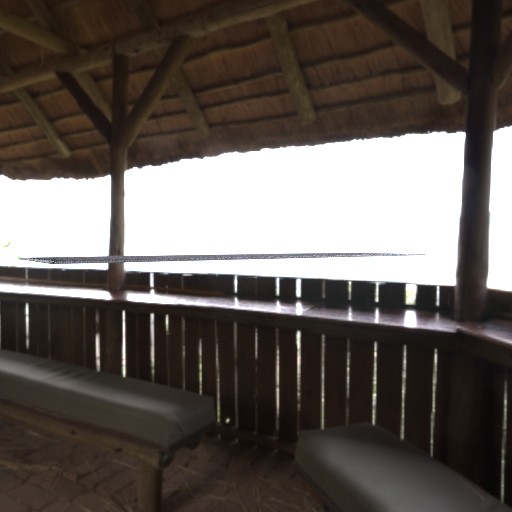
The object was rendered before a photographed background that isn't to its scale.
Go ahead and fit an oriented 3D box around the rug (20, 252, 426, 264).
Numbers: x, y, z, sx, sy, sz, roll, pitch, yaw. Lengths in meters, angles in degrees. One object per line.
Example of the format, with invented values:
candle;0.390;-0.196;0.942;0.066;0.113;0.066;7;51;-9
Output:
rug;0.000;0.000;2.005;1.827;0.012;0.553;-1;2;-37
